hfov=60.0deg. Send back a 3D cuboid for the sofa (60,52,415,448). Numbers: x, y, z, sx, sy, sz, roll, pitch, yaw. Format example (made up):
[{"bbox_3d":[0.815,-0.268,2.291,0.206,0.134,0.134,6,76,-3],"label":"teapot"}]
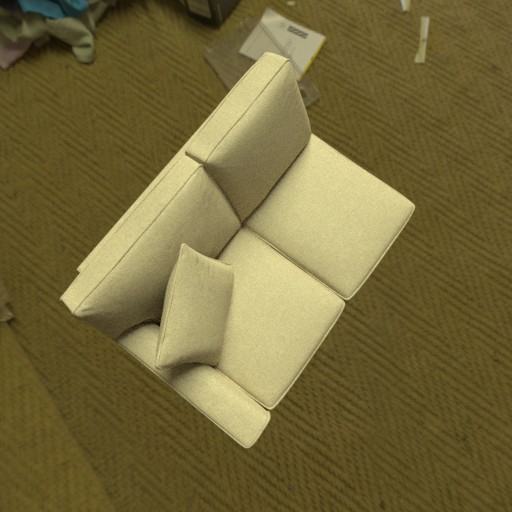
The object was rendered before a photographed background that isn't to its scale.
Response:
[{"bbox_3d":[0.000,0.000,2.116,0.991,0.989,1.388,36,78,9],"label":"sofa"}]
